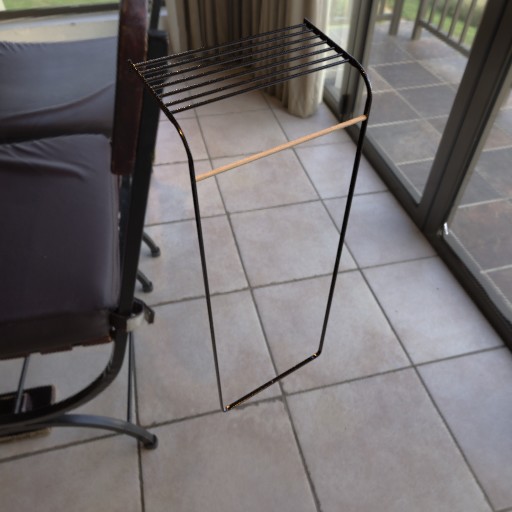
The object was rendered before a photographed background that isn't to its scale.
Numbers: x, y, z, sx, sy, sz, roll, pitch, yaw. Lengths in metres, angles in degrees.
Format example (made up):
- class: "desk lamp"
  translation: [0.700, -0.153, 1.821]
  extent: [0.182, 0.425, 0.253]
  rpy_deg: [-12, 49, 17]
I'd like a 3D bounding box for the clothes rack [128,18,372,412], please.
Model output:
- class: "clothes rack"
  translation: [0.000, 0.000, 1.783]
  extent: [0.609, 1.574, 0.349]
  rpy_deg: [-25, 51, -22]
